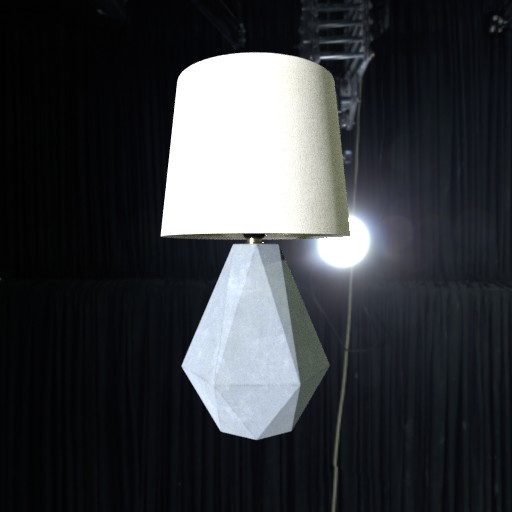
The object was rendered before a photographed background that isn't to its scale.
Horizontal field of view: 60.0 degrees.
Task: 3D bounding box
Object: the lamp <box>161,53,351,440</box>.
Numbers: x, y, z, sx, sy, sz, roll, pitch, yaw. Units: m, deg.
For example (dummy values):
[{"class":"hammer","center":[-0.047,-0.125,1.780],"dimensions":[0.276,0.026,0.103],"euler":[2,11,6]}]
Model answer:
[{"class":"lamp","center":[0.000,0.000,0.659],"dimensions":[0.276,0.501,0.276],"euler":[0,1,0]}]
